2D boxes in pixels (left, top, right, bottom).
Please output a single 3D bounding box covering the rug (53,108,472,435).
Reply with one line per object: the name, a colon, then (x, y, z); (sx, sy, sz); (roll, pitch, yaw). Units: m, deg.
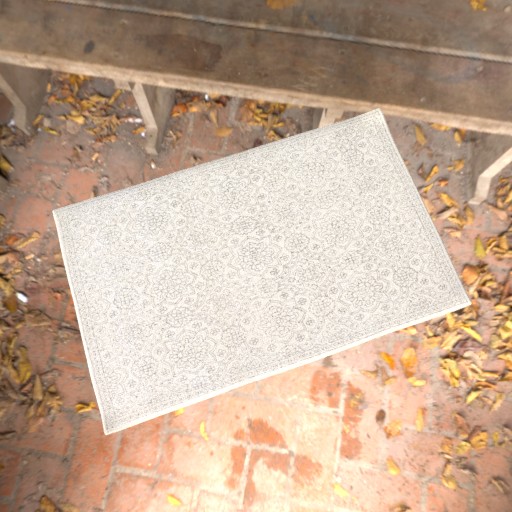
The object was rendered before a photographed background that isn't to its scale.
rug: (0.000, 0.000, 2.350); (1.947, 0.023, 1.214); (-18, 76, -5)
